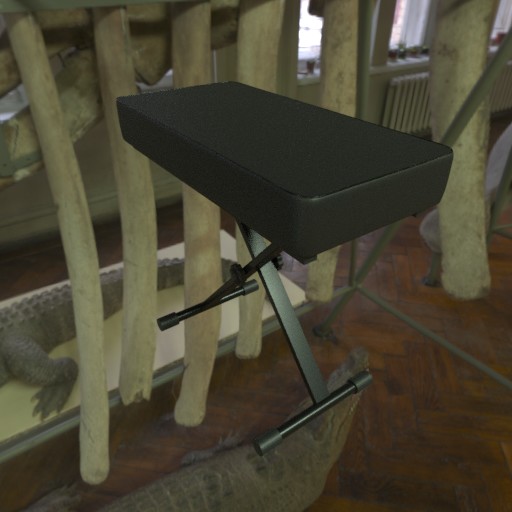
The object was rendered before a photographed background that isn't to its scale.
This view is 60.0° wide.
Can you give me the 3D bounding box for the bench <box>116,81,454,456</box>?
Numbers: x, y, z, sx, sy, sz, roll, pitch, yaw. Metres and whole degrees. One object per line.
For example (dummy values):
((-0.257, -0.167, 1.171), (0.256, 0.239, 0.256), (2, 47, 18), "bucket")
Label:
((0.000, 0.000, 0.916), (0.300, 0.561, 0.600), (-21, 38, -29), "bench")
